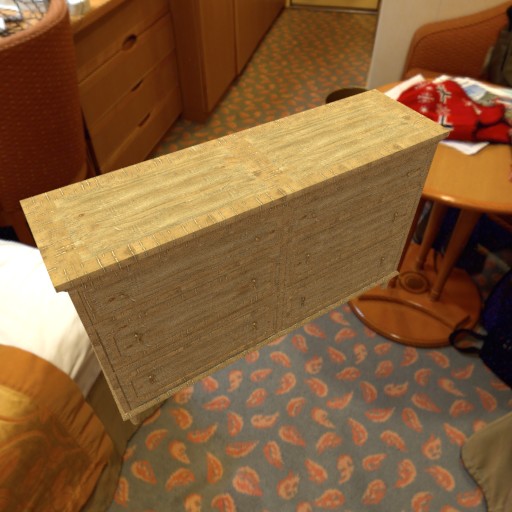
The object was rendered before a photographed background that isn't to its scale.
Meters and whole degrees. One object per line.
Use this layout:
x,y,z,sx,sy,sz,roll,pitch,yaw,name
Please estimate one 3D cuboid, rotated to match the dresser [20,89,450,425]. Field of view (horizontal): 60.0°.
0.000,0.000,2.047,1.626,1.016,0.457,-24,50,-22,dresser
